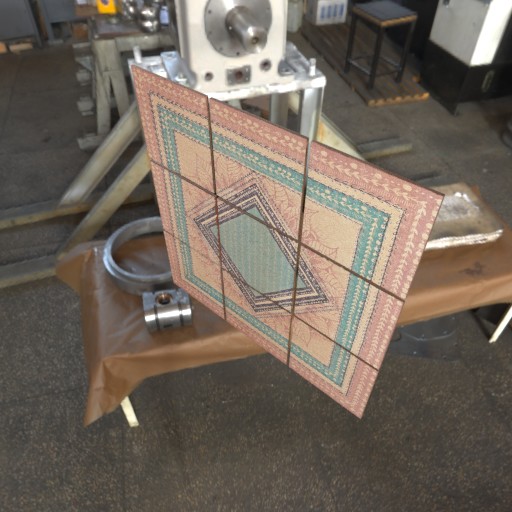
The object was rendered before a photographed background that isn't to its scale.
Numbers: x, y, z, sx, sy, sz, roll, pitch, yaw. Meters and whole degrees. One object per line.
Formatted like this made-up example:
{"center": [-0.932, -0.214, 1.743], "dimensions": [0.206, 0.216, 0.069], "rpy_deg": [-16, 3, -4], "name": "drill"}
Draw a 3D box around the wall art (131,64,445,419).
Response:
{"center": [0.000, 0.000, 2.252], "dimensions": [1.527, 1.525, 0.014], "rpy_deg": [31, 53, 27], "name": "wall art"}
